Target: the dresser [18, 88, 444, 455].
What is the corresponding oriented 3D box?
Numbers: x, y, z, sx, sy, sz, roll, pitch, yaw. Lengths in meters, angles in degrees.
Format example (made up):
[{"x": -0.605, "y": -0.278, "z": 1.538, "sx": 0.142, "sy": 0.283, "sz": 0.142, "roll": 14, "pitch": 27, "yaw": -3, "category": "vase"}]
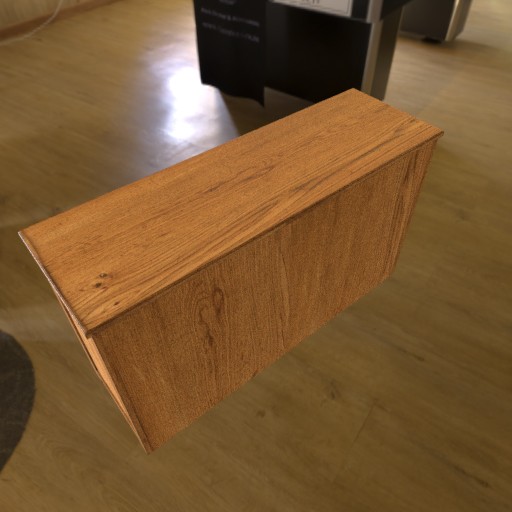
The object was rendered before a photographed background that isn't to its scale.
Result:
[{"x": 0.000, "y": 0.000, "z": 2.048, "sx": 1.657, "sy": 0.932, "sz": 0.563, "roll": -31, "pitch": 53, "yaw": -26, "category": "dresser"}]
